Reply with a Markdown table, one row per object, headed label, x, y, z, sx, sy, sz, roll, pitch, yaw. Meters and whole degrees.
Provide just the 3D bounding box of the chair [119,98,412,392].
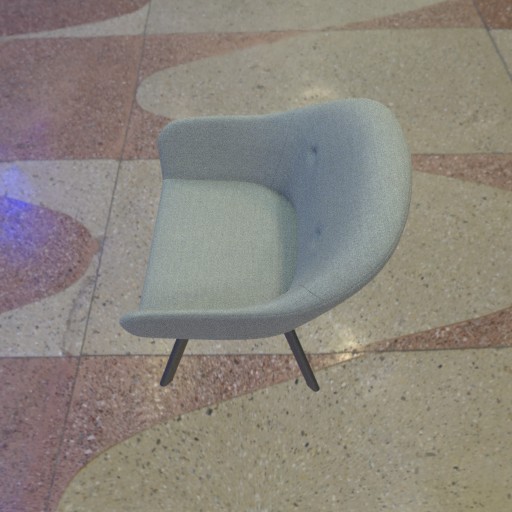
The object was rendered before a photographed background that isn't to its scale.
| label | x | y | z | sx | sy | sz | roll | pitch | yaw |
| --- | --- | --- | --- | --- | --- | --- | --- | --- | --- |
| chair | 0.000 | 0.000 | 1.130 | 0.570 | 0.780 | 0.540 | 2 | 58 | 1 |
